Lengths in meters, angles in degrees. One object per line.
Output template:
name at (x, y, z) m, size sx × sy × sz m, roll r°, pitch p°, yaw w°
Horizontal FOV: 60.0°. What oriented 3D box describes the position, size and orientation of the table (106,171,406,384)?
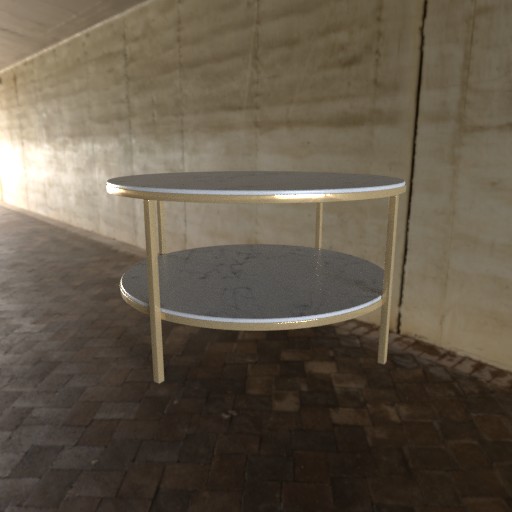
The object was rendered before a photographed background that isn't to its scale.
table at (0.000, 0.000, 1.293) m, size 0.800 × 0.450 × 0.800 m, roll 0°, pitch 14°, yaw 0°
